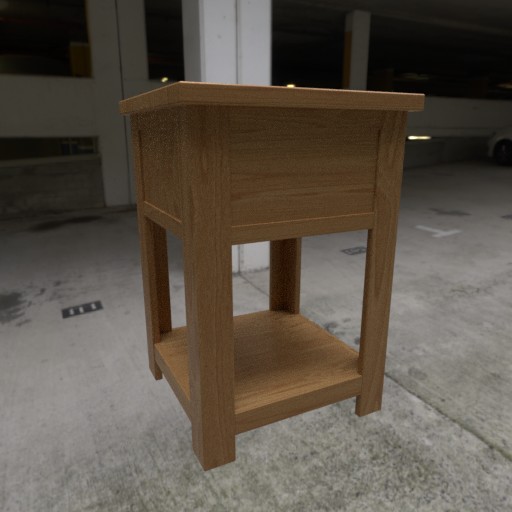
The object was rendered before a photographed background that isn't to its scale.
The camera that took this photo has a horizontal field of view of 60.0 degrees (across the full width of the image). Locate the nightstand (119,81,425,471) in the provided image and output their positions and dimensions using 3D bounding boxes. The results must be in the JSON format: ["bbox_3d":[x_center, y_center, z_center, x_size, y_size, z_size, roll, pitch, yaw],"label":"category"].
[{"bbox_3d":[0.000,0.000,0.913,0.428,0.614,0.418,-8,17,-26],"label":"nightstand"}]
